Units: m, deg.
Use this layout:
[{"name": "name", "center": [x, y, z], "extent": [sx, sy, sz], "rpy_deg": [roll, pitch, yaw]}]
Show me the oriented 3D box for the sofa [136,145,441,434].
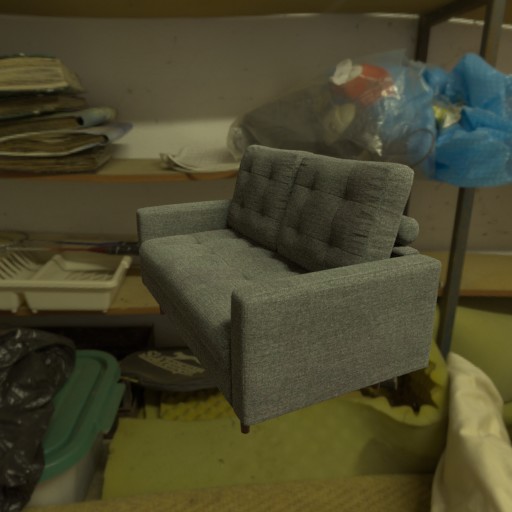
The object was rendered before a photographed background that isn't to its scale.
[{"name": "sofa", "center": [0.000, 0.000, 2.026], "extent": [0.842, 0.907, 1.407], "rpy_deg": [-9, 20, -25]}]
